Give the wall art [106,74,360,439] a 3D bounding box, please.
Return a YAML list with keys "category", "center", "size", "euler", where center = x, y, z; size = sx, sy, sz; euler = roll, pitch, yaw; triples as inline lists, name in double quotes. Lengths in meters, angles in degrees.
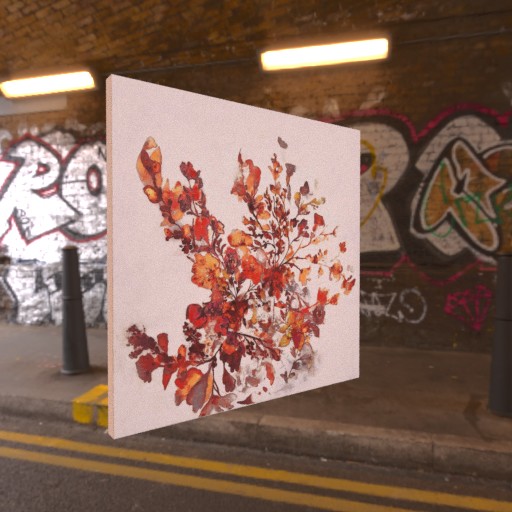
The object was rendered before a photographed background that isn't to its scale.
- category: "wall art"
  center: [0.000, 0.000, 1.535]
  size: [1.009, 1.009, 0.049]
  euler: [-1, 1, -36]
